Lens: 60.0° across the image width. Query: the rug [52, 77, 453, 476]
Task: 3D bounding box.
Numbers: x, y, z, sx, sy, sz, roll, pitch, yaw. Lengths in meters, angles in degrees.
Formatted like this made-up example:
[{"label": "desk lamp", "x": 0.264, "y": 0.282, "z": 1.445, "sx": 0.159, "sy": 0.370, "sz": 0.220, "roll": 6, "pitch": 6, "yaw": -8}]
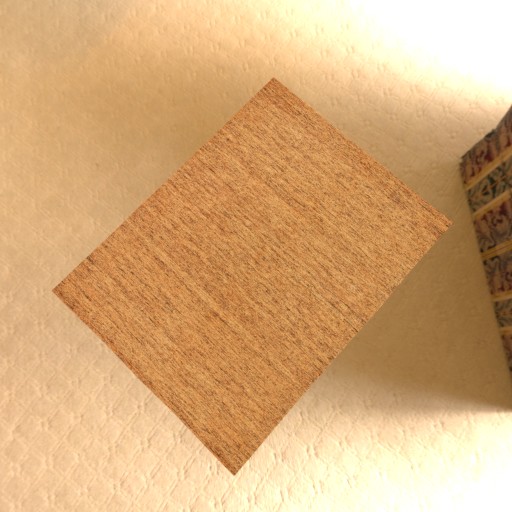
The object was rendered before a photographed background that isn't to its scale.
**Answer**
[{"label": "rug", "x": 0.000, "y": 0.000, "z": 4.379, "sx": 2.438, "sy": 0.012, "sz": 3.200, "roll": 42, "pitch": 80, "yaw": 9}]
